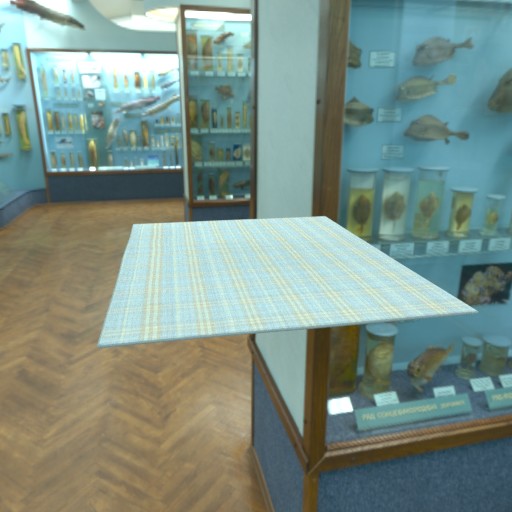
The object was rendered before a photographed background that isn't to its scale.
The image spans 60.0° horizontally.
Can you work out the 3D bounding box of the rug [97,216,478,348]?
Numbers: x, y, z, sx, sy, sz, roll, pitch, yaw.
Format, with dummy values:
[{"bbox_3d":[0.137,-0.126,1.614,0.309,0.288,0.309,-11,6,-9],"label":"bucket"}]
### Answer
[{"bbox_3d":[0.000,0.000,4.187,2.462,0.030,3.066,-3,18,-11],"label":"rug"}]
